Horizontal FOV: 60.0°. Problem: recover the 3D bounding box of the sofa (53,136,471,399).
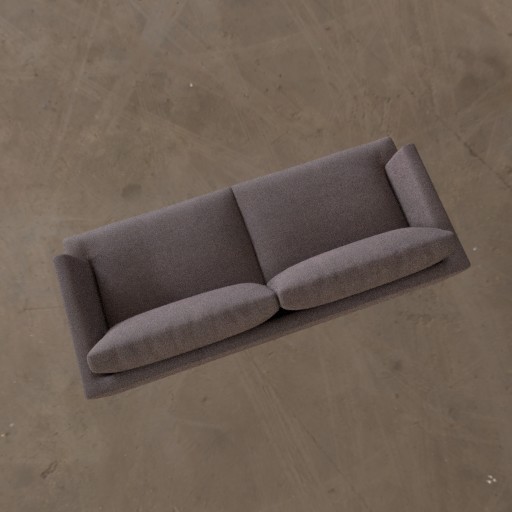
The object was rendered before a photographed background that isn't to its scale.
[{"bbox_3d":[0.000,0.000,2.738,2.250,0.868,1.020,-18,77,-5],"label":"sofa"}]
